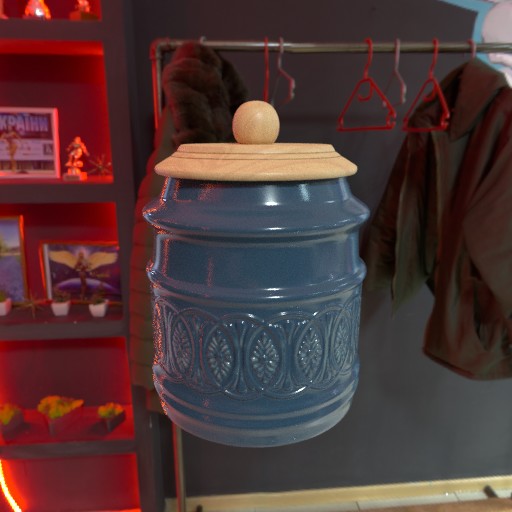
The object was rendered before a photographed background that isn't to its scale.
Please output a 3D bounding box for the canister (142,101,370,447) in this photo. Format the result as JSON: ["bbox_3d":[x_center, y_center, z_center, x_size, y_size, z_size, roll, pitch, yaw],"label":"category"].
[{"bbox_3d":[0.000,0.000,0.267,0.130,0.176,0.130,0,15,0],"label":"canister"}]
